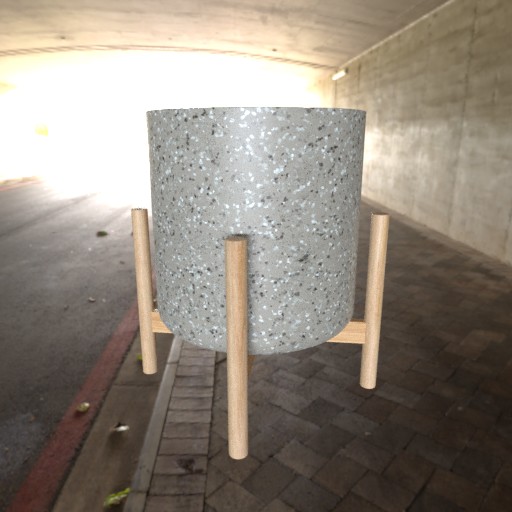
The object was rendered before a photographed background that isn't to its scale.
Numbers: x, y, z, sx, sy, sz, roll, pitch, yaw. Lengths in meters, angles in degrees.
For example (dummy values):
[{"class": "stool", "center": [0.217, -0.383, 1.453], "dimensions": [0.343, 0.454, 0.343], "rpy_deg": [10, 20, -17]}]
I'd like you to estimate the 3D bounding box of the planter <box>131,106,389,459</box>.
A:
[{"class": "planter", "center": [0.000, 0.000, 0.681], "dimensions": [0.360, 0.419, 0.360], "rpy_deg": [9, 18, 28]}]
